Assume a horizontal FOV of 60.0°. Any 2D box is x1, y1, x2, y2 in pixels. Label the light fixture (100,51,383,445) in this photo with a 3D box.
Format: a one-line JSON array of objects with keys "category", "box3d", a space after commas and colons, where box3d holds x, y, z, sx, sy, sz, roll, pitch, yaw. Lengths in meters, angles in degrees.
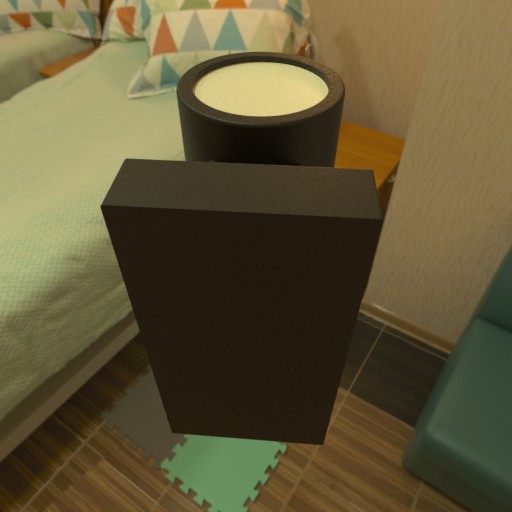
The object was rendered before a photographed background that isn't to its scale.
[{"category": "light fixture", "box3d": [0.000, 0.000, 0.255, 0.098, 0.179, 0.138, 3, 45, 3]}]
